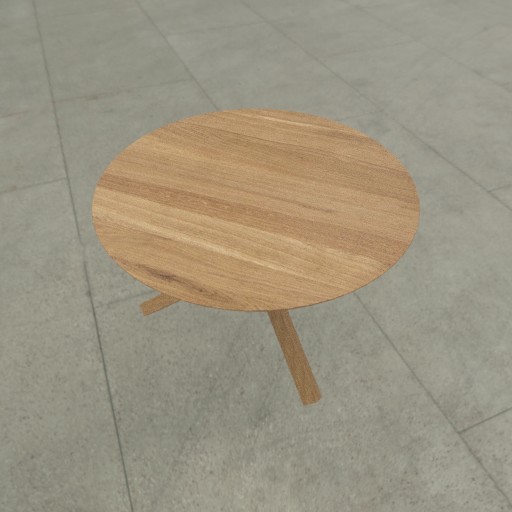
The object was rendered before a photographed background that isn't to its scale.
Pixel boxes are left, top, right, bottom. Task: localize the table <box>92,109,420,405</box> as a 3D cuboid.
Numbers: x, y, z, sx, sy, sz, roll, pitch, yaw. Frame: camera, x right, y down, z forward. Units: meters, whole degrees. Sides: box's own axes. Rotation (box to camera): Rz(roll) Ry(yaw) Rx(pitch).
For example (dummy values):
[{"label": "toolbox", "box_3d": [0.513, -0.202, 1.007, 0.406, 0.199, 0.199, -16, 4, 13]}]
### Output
[{"label": "table", "box_3d": [0.000, 0.000, 1.683, 1.038, 0.666, 1.038, 0, 45, 0]}]
